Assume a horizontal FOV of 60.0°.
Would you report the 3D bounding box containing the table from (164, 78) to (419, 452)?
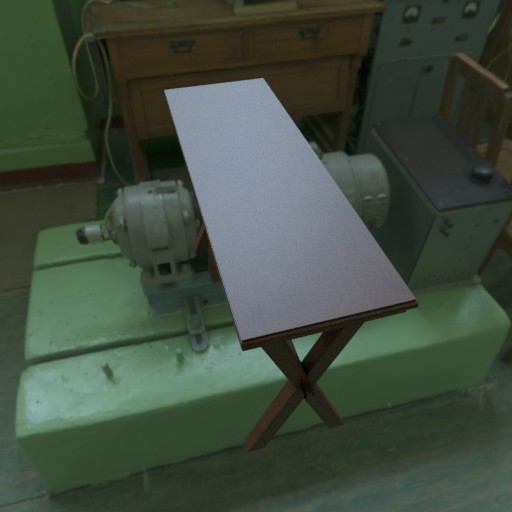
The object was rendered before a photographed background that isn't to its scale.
[{"bbox_3d":[0.000,0.000,1.598,0.399,0.763,1.197,-11,46,-11],"label":"table"}]
